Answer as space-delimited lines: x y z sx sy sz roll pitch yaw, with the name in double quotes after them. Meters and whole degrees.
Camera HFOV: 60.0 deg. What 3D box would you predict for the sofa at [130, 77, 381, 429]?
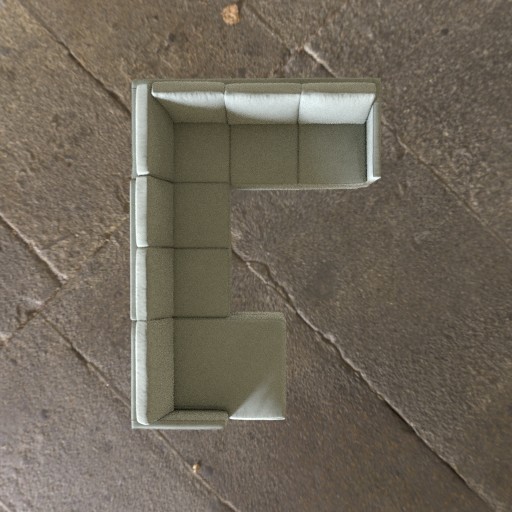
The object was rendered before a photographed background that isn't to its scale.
0.000 0.000 4.538 2.440 0.869 3.434 0 91 1 "sofa"
